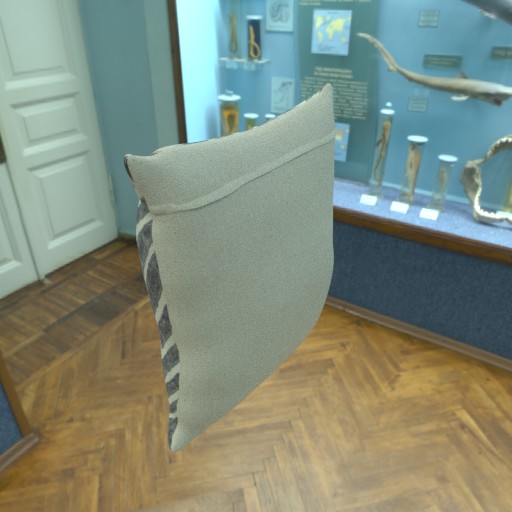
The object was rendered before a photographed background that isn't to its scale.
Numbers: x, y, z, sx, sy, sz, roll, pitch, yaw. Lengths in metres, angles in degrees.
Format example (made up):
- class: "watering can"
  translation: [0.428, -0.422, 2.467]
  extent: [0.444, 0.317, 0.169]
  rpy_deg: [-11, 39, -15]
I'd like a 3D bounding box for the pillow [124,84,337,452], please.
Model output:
- class: "pillow"
  translation: [0.000, 0.000, 0.673]
  extent: [0.182, 0.441, 0.440]
  rpy_deg: [19, 35, 29]
